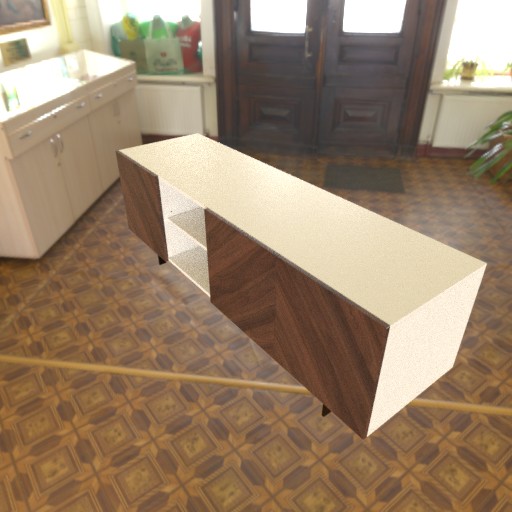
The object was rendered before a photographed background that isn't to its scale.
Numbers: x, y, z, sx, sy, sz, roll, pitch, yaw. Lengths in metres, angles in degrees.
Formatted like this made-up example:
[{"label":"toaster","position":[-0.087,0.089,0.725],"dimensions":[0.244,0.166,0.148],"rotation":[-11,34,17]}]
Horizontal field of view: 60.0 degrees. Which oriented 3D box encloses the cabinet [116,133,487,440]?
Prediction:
[{"label":"cabinet","position":[0.000,0.000,1.738],"dimensions":[0.431,0.533,1.499],"rotation":[-22,39,-31]}]
